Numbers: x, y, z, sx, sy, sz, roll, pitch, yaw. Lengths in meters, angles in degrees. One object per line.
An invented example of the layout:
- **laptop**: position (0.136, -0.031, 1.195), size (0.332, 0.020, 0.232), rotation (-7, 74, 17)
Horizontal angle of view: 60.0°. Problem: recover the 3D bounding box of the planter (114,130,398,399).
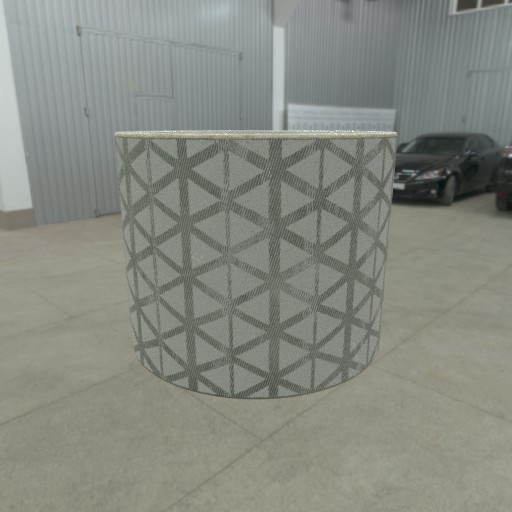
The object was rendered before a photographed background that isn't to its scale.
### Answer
- **planter**: position (0.000, 0.000, 0.442), size (0.250, 0.239, 0.250), rotation (0, 16, 0)
